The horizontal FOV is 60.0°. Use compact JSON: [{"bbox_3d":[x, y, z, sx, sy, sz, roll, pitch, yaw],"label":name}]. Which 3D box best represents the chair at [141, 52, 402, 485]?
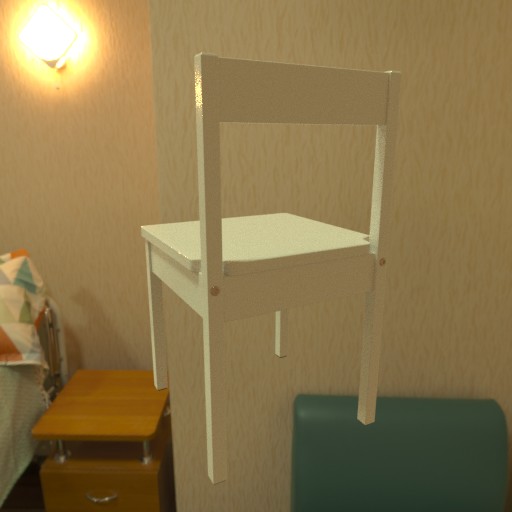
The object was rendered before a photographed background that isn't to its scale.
[{"bbox_3d":[0.000,0.000,0.886,0.367,0.668,0.361,-8,17,-28],"label":"chair"}]
